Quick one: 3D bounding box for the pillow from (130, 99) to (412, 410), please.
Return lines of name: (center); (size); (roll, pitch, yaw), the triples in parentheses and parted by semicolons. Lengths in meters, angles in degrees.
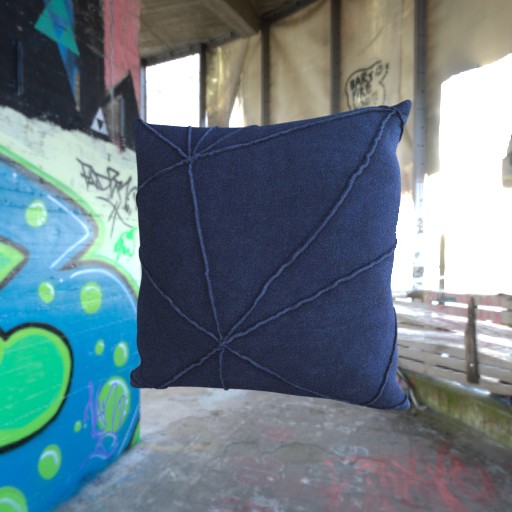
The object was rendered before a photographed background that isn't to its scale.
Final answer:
pillow: (0.000, 0.000, 0.663); (0.439, 0.440, 0.183); (0, 1, 16)
